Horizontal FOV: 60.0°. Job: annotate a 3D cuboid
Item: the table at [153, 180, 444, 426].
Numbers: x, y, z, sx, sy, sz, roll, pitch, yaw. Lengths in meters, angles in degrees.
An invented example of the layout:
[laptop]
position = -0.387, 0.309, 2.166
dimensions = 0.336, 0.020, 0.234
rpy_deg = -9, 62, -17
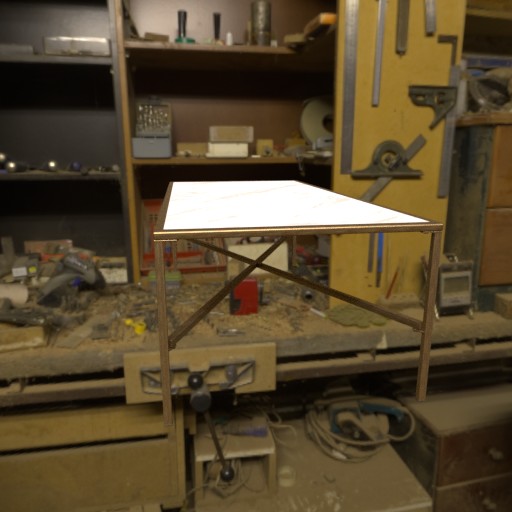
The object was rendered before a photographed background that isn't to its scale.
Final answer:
[table]
position = 0.000, 0.000, 1.474
dimensions = 0.577, 0.405, 1.197
rpy_deg = -2, 14, -9
